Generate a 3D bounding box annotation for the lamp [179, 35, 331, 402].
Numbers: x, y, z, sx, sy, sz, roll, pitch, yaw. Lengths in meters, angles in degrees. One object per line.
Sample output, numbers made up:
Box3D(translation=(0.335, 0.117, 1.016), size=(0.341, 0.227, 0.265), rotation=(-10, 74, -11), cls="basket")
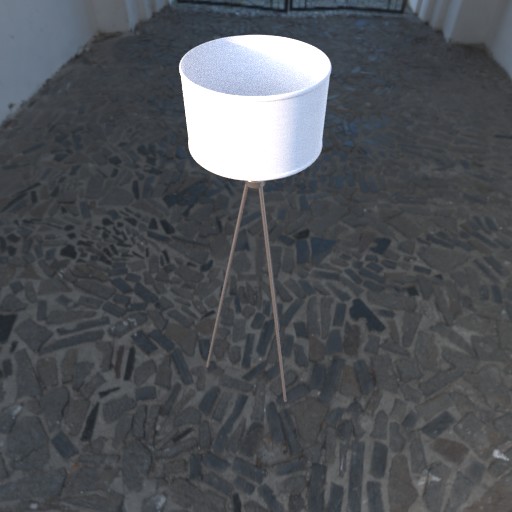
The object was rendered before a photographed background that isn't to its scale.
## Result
Box3D(translation=(0.000, 0.000, 1.765), size=(0.448, 1.545, 0.458), rotation=(16, 48, 15), cls="lamp")
